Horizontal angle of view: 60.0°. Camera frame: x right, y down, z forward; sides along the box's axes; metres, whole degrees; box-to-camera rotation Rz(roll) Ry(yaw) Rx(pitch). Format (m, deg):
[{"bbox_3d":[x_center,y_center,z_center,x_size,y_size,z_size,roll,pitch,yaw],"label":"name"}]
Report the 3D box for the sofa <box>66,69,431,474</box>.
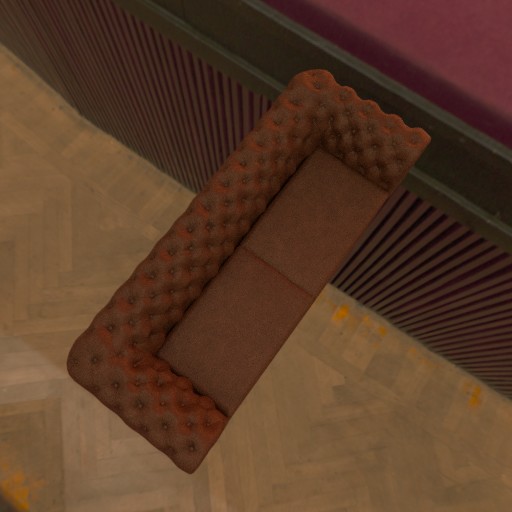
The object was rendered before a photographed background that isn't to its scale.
[{"bbox_3d":[0.000,0.000,2.819,0.944,0.783,2.385,36,78,9],"label":"sofa"}]
